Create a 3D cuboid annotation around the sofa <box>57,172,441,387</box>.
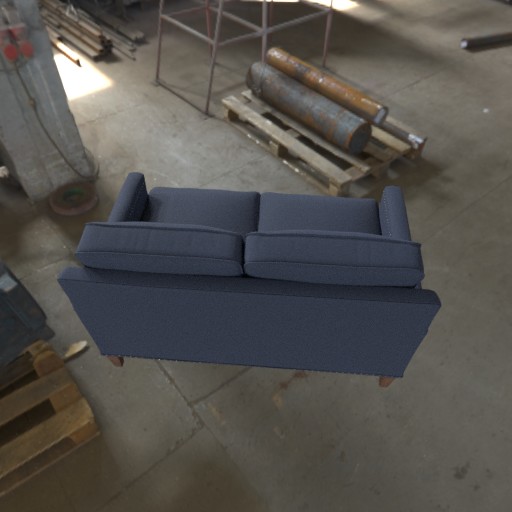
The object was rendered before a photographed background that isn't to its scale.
[{"bbox_3d":[0.000,0.000,2.326,1.597,1.003,1.084,4,47,3],"label":"sofa"}]
